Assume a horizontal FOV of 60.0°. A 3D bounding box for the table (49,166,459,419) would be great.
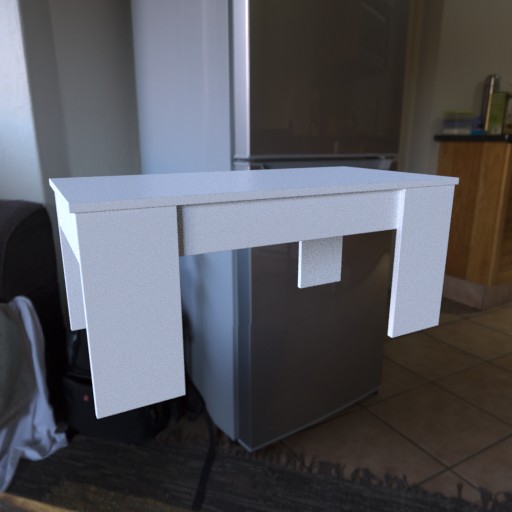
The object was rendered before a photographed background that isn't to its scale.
[{"bbox_3d":[0.000,0.000,1.266,1.000,0.440,0.500,-8,17,-27],"label":"table"}]
